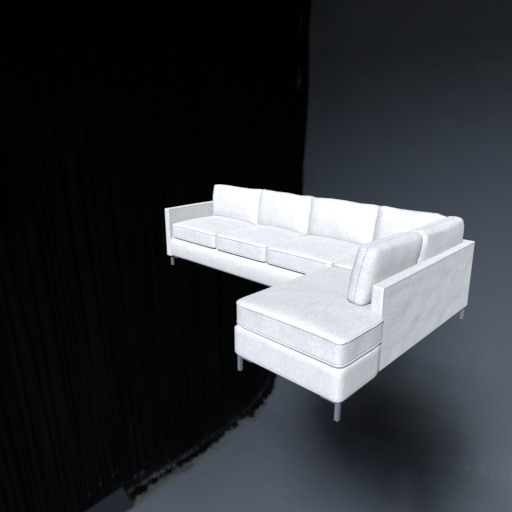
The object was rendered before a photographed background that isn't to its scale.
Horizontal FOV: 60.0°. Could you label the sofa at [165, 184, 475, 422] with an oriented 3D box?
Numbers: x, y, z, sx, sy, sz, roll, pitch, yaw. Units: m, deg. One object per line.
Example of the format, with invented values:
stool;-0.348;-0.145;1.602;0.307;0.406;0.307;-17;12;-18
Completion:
sofa;0.000;0.000;4.259;3.331;0.964;2.077;15;22;42
